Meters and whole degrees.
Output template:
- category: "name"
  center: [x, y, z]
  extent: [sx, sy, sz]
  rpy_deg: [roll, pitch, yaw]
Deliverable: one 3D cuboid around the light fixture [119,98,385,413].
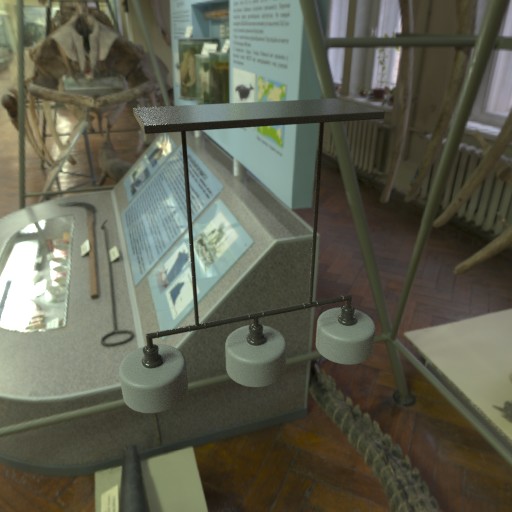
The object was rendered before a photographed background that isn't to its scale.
- category: "light fixture"
  center: [0.000, 0.000, 0.878]
  extent: [0.582, 0.557, 0.177]
  rpy_deg: [-9, 28, -17]
